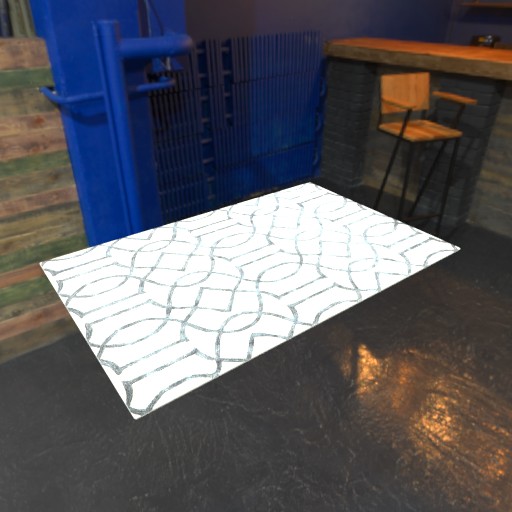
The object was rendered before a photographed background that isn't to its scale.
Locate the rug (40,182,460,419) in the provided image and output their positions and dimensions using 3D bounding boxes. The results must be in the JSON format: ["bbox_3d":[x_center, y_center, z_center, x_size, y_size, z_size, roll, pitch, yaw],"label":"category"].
[{"bbox_3d":[0.000,0.000,2.951,2.365,0.017,1.521,-21,37,-31],"label":"rug"}]
